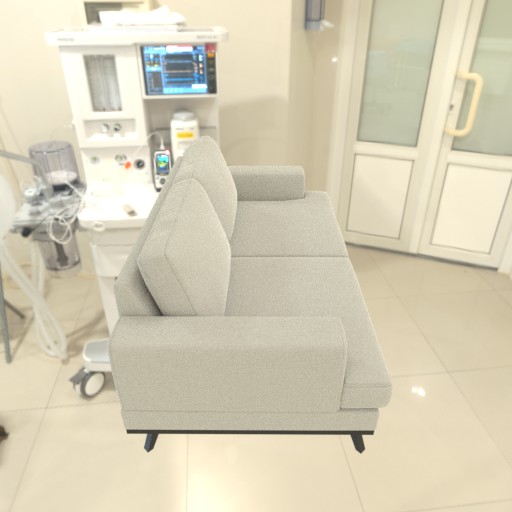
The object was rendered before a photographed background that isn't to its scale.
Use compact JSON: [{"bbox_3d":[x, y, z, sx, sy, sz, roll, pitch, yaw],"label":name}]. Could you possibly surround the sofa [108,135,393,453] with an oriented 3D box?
[{"bbox_3d":[0.000,0.000,2.133,0.920,0.810,1.650,0,31,0],"label":"sofa"}]
